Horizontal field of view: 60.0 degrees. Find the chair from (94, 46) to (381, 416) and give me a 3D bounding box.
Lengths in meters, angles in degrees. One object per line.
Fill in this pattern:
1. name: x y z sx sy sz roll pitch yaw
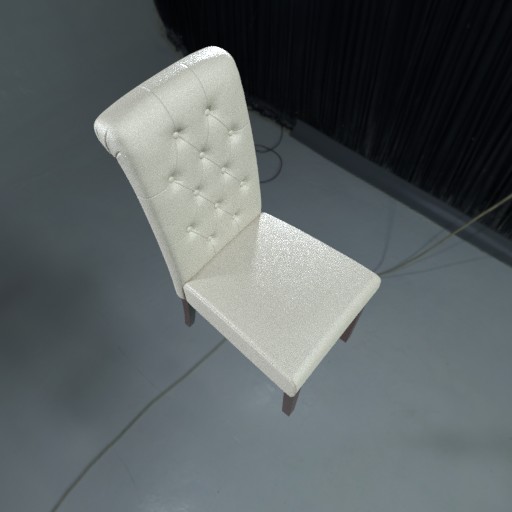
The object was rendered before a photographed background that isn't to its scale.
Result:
1. chair: 0.000 0.000 1.375 0.671 1.006 0.456 35 63 21
